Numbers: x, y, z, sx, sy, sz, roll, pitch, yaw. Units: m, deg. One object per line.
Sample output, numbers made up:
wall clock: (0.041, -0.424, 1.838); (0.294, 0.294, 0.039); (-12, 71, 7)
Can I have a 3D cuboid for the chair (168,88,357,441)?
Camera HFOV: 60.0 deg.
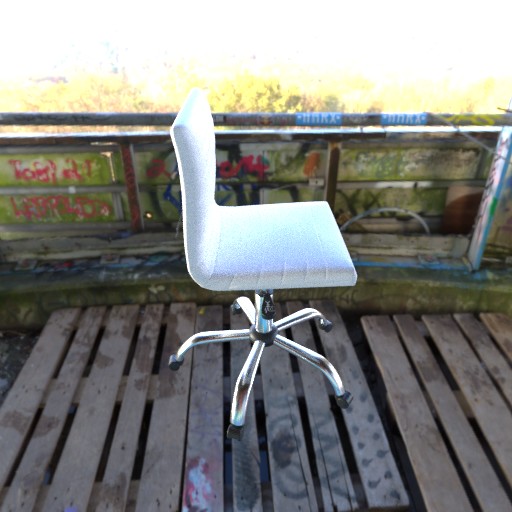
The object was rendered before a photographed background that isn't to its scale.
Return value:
chair: (0.000, 0.000, 1.161); (0.530, 0.780, 0.556); (-1, 31, -1)
